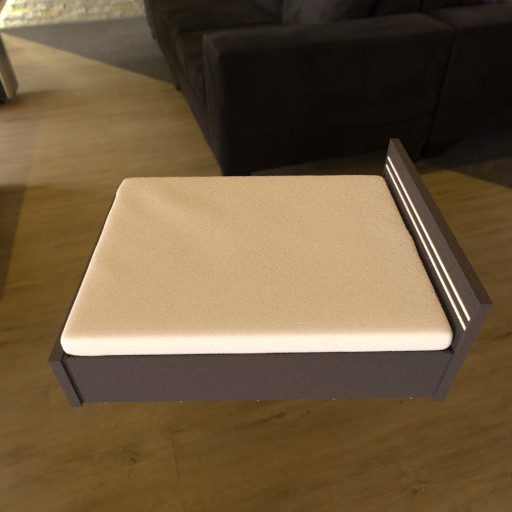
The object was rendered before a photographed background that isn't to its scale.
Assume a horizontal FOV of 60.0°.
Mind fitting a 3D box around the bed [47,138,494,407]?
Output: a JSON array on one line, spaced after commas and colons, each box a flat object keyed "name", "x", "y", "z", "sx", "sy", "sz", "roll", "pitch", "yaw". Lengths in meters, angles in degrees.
[{"name": "bed", "x": 0.000, "y": 0.000, "z": 2.853, "sx": 2.103, "sy": 0.808, "sz": 1.634, "roll": -1, "pitch": 41, "yaw": -1}]
